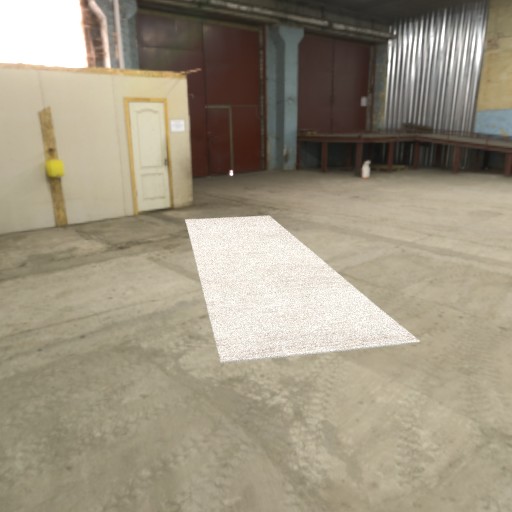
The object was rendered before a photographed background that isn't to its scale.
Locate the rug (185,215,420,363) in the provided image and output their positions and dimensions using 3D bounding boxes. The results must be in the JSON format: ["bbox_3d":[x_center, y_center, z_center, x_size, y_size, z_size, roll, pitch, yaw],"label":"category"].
[{"bbox_3d":[0.000,0.000,2.593,0.712,0.013,2.346,-3,17,-11],"label":"rug"}]
